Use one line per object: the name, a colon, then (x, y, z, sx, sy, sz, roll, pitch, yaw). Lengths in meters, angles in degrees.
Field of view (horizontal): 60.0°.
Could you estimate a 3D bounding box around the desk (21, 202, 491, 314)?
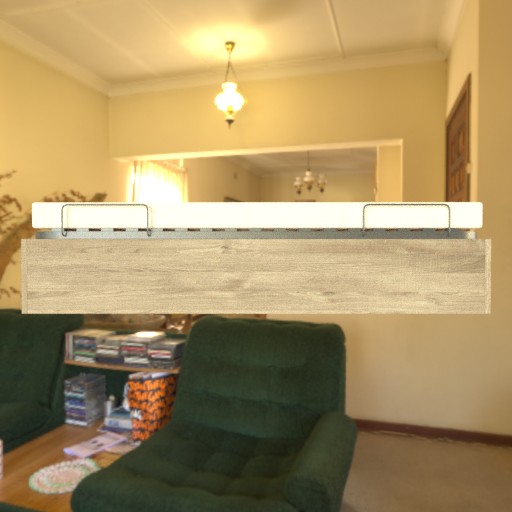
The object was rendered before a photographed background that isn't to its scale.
desk: (0.000, 0.000, 2.230, 1.900, 0.455, 0.900, 0, 1, 0)
